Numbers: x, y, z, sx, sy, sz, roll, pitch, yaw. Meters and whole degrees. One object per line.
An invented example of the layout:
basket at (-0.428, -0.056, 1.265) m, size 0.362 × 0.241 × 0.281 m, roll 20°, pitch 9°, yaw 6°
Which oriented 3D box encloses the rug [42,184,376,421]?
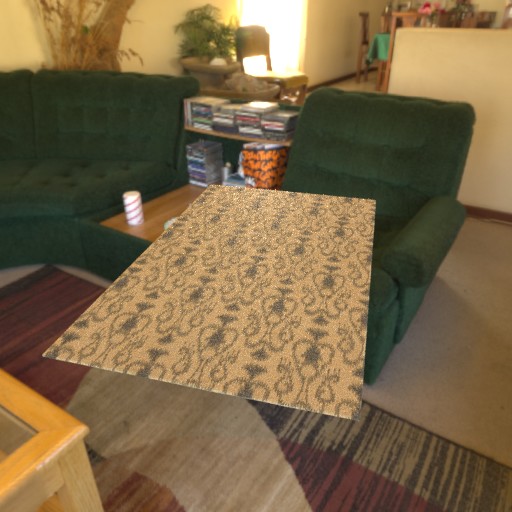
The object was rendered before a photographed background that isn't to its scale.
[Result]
rug at (0.000, 0.000, 2.045) m, size 1.035 × 0.006 × 1.652 m, roll 7°, pitch 30°, yaw 13°
